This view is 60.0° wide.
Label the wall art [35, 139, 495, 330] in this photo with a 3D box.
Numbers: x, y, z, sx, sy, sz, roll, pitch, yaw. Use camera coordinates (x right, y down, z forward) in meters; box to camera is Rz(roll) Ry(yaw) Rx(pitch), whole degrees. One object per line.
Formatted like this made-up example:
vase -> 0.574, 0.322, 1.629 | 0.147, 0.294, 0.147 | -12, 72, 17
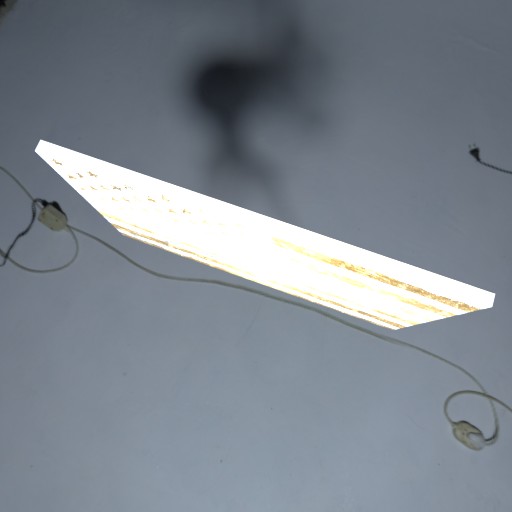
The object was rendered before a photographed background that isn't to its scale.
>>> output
wall art -> 0.000, 0.000, 1.151 | 0.932, 0.610, 0.027 | 19, 77, 4
